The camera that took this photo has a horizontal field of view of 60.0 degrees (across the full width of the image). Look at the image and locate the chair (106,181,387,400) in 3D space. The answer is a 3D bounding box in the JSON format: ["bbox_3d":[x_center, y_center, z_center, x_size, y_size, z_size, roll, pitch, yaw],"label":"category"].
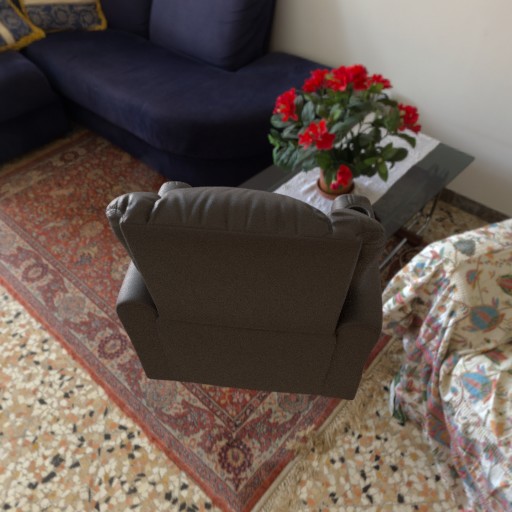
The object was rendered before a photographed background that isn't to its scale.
[{"bbox_3d":[0.000,0.000,1.106,0.610,0.709,0.521,5,47,4],"label":"chair"}]
